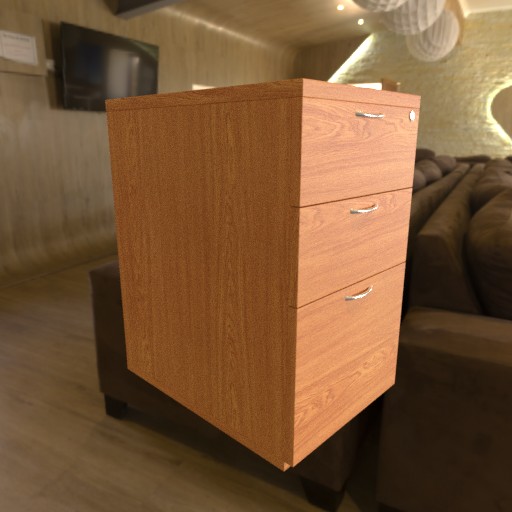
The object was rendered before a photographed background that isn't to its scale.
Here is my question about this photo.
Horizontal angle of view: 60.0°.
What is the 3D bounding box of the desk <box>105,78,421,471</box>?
[{"bbox_3d":[0.000,0.000,1.082,0.600,0.730,0.404,14,20,42],"label":"desk"}]
